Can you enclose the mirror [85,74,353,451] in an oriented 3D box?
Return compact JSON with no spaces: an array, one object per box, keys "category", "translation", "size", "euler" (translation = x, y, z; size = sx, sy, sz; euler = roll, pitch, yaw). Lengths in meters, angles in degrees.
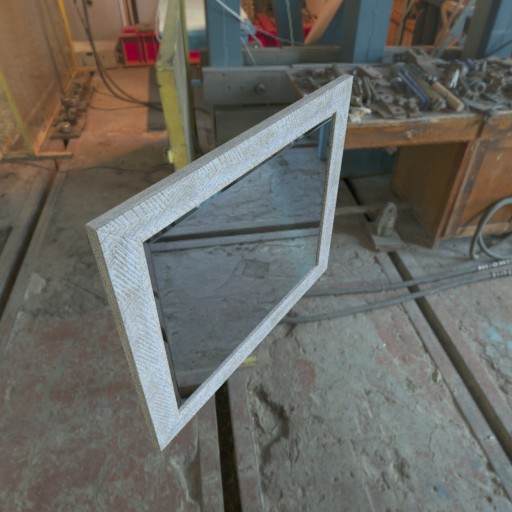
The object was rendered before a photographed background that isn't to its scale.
[{"category":"mirror","translation":[0.000,0.000,1.141],"size":[0.028,0.689,0.839],"euler":[25,46,27]}]
